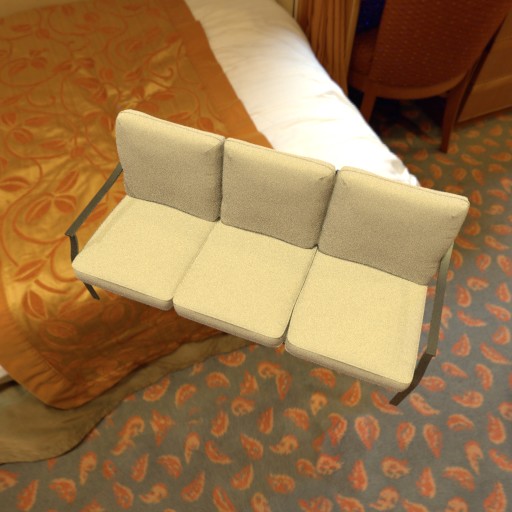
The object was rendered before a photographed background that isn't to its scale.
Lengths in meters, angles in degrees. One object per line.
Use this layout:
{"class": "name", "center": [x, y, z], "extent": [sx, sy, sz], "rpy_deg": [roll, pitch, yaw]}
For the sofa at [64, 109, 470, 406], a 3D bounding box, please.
{"class": "sofa", "center": [0.000, 0.000, 2.183], "extent": [1.740, 0.860, 0.787], "rpy_deg": [17, 59, 11]}
